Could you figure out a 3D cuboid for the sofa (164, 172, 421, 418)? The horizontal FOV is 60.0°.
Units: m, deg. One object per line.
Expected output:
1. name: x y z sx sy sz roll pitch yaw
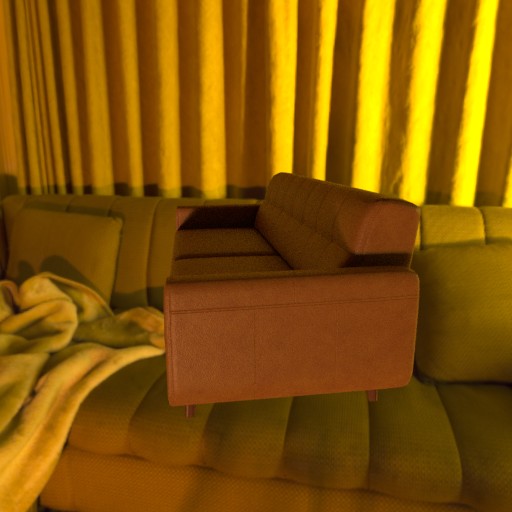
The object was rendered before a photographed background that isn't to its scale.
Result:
1. sofa: 0.000 0.000 2.594 0.980 0.892 2.137 -2 14 -9
